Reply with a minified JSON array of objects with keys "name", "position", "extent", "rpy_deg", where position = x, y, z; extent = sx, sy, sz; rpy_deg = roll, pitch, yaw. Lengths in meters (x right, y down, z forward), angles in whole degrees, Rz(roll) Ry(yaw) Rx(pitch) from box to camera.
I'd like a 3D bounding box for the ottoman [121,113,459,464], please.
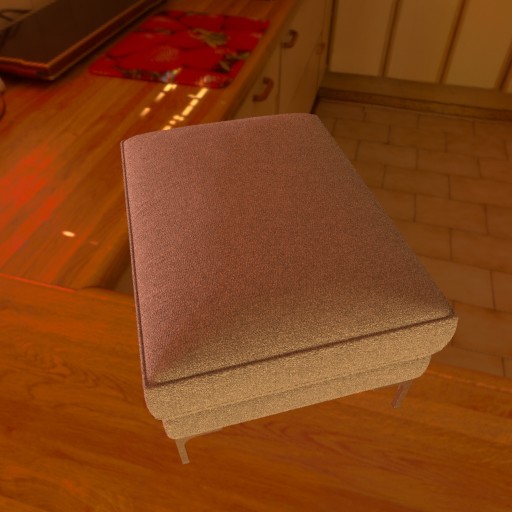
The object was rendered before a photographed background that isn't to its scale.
[{"name":"ottoman","position":[0.000,0.000,1.129],"extent":[0.583,0.464,0.785],"rpy_deg":[-11,47,-10]}]
